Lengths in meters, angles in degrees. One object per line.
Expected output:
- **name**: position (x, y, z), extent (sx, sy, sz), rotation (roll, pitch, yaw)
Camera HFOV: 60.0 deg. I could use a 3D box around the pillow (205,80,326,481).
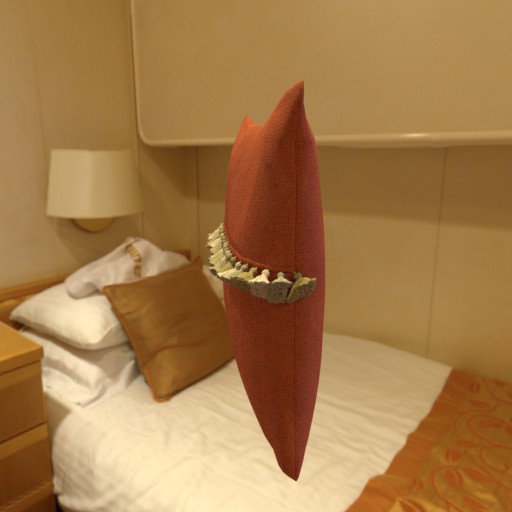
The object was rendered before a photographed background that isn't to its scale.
- **pillow**: position (0.000, 0.000, 0.733), extent (0.165, 0.482, 0.490), rotation (-2, 13, -8)
